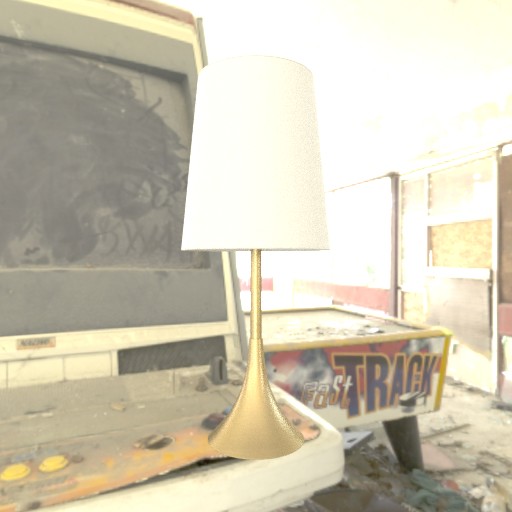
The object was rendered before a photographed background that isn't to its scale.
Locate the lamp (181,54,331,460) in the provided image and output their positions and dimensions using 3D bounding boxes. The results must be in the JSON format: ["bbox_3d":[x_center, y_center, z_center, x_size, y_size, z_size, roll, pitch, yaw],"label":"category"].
[{"bbox_3d":[0.000,0.000,0.694,0.231,0.569,0.231,0,0,0],"label":"lamp"}]
